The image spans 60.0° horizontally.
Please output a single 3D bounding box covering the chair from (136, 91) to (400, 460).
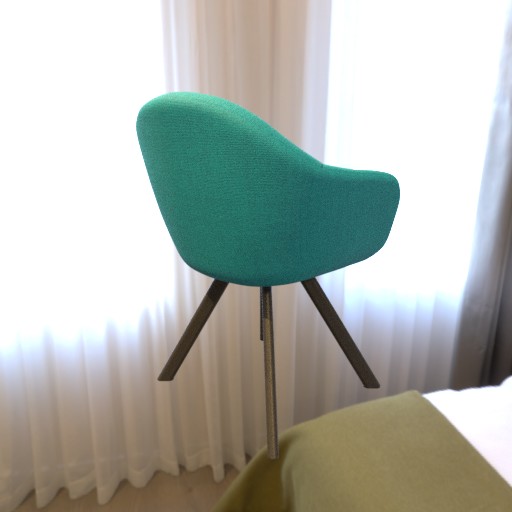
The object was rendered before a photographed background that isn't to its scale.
[{"bbox_3d":[0.000,0.000,1.185,0.550,0.795,0.590,-14,20,-42],"label":"chair"}]
